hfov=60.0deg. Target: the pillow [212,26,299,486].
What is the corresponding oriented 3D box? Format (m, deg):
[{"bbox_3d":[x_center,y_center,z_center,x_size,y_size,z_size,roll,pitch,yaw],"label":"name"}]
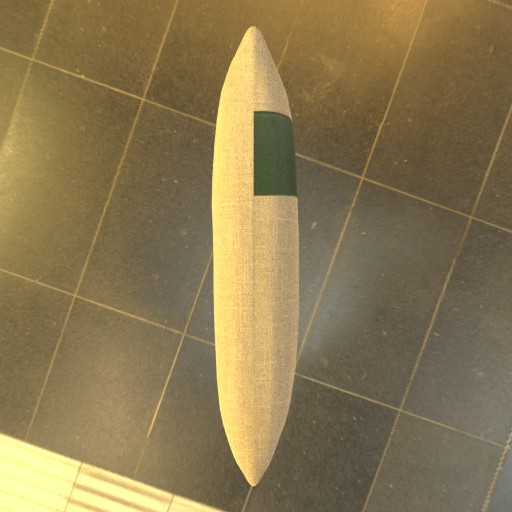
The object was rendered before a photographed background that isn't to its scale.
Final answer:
[{"bbox_3d":[0.000,0.000,1.035,0.197,0.429,0.859,0,92,0],"label":"pillow"}]
